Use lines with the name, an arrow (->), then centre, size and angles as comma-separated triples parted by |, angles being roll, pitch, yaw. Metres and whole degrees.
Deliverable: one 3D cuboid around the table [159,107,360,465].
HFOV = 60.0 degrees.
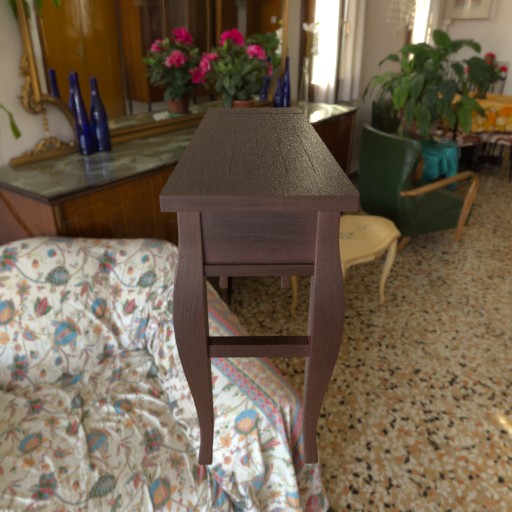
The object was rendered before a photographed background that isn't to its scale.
table -> 0.000, 0.000, 1.431 | 0.373, 0.768, 1.062 | 0, 26, -1
